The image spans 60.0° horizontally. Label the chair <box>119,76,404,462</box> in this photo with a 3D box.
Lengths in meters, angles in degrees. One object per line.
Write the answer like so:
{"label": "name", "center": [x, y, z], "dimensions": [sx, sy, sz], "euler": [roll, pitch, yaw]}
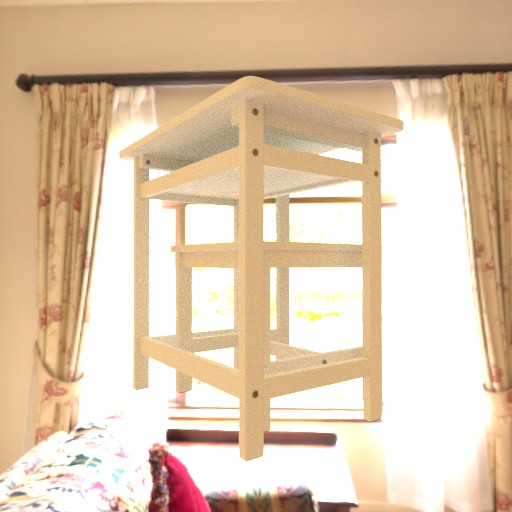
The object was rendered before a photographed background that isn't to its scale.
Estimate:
{"label": "chair", "center": [0.000, 0.000, 1.039], "dimensions": [0.461, 0.673, 0.599], "euler": [0, -1, -36]}
